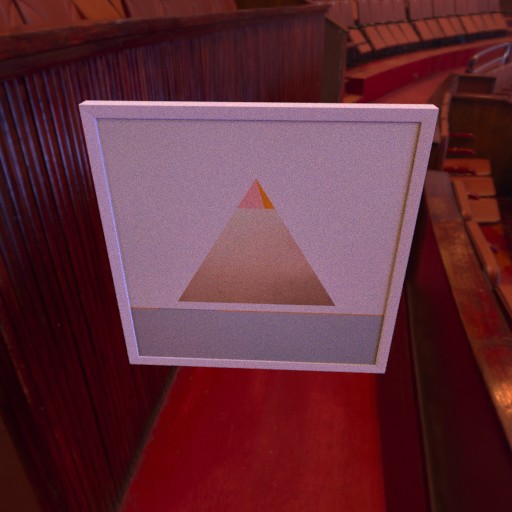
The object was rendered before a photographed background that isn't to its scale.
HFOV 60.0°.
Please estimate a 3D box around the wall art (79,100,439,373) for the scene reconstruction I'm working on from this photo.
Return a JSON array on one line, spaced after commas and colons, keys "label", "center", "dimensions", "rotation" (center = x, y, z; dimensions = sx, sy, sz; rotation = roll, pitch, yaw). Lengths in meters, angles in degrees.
[{"label": "wall art", "center": [0.000, 0.000, 1.157], "dimensions": [0.768, 0.765, 0.041], "rotation": [1, 31, 3]}]
